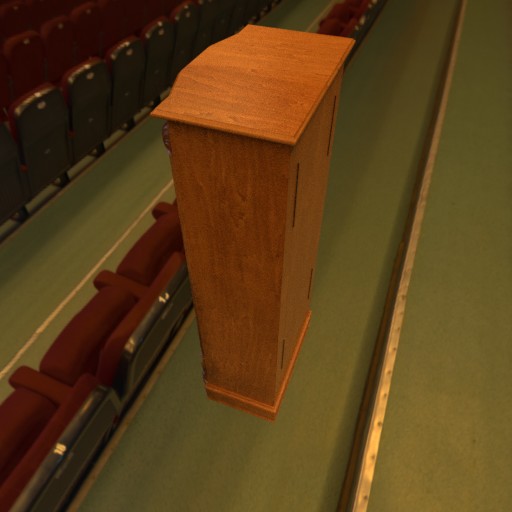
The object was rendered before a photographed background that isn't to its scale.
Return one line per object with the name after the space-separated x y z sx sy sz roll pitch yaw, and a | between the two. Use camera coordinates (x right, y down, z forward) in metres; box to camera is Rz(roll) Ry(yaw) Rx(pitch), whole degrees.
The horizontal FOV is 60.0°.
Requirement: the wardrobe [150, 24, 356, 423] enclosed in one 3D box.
0.000 0.000 1.130 0.273 0.959 0.406 15 48 14 | wardrobe
